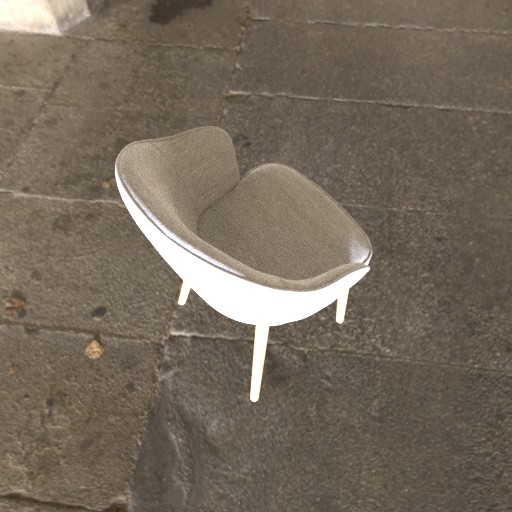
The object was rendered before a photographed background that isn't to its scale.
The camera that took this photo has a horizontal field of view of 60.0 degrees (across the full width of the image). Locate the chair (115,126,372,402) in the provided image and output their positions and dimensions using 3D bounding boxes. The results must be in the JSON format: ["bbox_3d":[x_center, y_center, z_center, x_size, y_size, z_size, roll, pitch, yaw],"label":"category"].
[{"bbox_3d":[0.000,0.000,1.184,0.530,0.800,0.540,-33,63,-19],"label":"chair"}]
